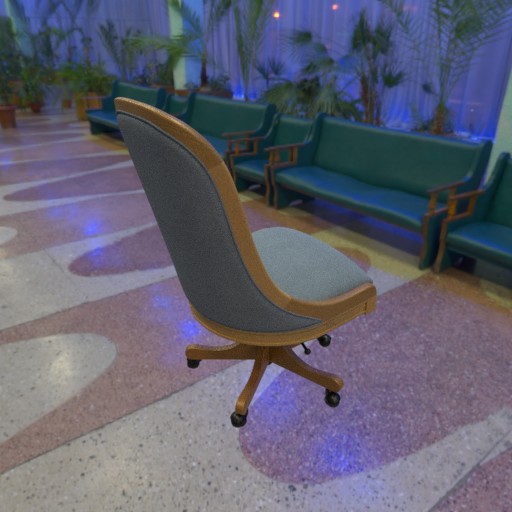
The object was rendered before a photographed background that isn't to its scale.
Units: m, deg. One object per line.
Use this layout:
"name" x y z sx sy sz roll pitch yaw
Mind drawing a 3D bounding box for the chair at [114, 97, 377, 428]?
"chair" 0.000 0.000 1.460 0.735 1.031 0.605 -18 32 -31
